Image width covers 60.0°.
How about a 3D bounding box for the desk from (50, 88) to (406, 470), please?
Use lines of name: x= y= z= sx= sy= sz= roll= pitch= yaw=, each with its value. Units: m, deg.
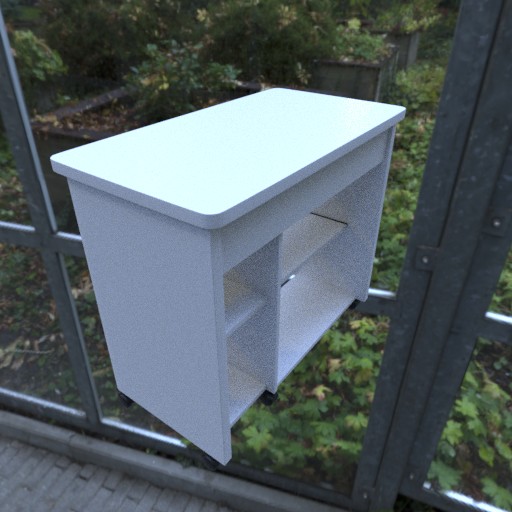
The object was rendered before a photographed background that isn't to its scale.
desk: x=0.000 y=0.000 z=1.323 sx=0.475 sy=0.763 sz=0.877 roll=21 pitch=38 yaw=30
